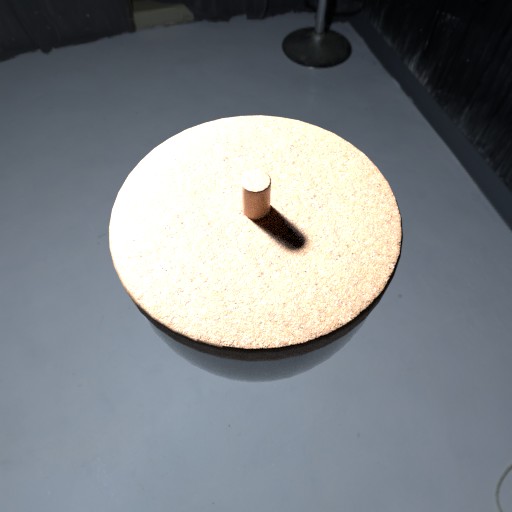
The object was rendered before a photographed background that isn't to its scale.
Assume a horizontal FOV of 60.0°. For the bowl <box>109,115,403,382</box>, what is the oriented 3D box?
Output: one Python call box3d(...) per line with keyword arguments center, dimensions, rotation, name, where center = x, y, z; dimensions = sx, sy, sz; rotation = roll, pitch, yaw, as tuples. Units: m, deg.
box3d(center=(0.000, 0.000, 0.221), dimensions=(0.126, 0.110, 0.126), rotation=(0, 57, 0), name="bowl")
